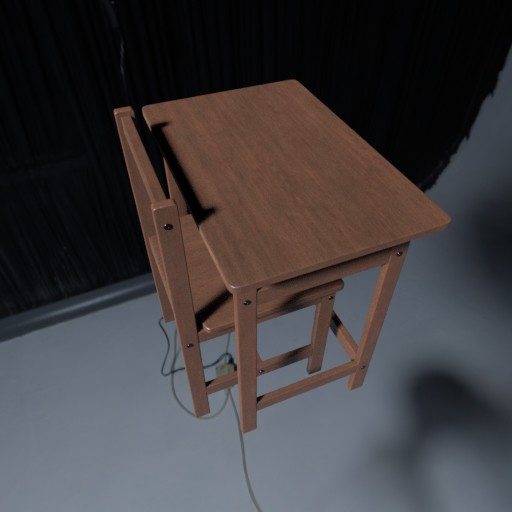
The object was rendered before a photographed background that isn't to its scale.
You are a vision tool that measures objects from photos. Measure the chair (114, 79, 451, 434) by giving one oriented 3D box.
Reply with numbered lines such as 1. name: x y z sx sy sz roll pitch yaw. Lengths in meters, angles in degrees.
1. chair: 0.000 0.000 1.052 0.463 0.673 0.599 -16 47 -16
